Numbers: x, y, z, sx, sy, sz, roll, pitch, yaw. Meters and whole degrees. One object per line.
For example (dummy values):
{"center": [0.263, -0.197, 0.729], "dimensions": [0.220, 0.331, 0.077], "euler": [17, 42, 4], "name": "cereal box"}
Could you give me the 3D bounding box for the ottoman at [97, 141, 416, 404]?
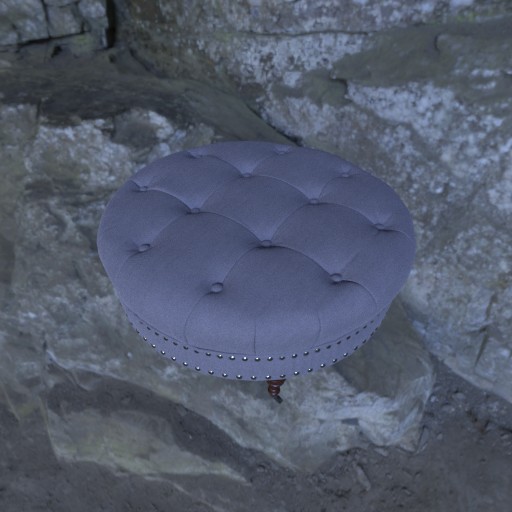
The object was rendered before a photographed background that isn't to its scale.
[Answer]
{"center": [0.000, 0.000, 1.384], "dimensions": [0.901, 0.439, 0.901], "euler": [0, 41, 0], "name": "ottoman"}
